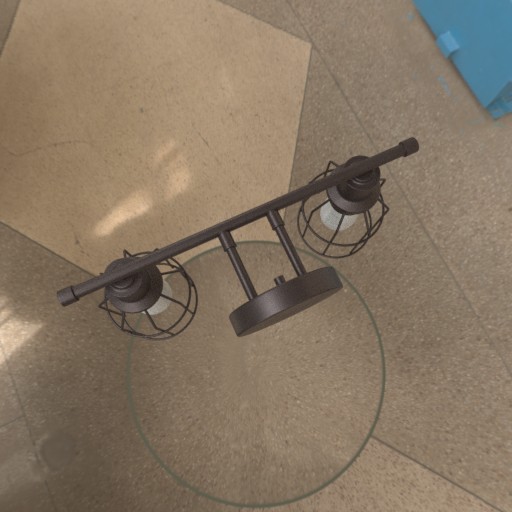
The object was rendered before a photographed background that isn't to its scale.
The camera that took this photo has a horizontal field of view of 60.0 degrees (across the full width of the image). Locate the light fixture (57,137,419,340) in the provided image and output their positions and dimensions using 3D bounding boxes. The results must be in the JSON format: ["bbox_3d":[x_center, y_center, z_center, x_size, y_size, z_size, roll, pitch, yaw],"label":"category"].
[{"bbox_3d":[0.000,0.000,0.525,0.406,0.254,0.165,-24,77,-6],"label":"light fixture"}]
